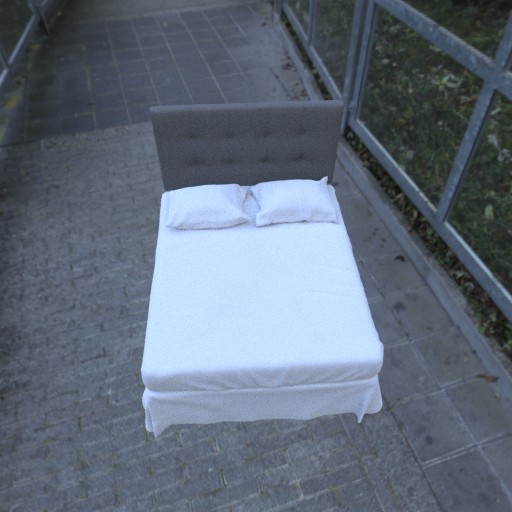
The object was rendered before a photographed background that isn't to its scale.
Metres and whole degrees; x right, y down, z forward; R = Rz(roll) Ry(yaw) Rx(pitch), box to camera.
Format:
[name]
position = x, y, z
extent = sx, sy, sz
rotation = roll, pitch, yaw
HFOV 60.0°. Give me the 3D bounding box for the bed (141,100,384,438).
[bed]
position = 0.000, 0.000, 3.585
extent = 1.936, 1.577, 2.222
rotation = -3, 47, -3
